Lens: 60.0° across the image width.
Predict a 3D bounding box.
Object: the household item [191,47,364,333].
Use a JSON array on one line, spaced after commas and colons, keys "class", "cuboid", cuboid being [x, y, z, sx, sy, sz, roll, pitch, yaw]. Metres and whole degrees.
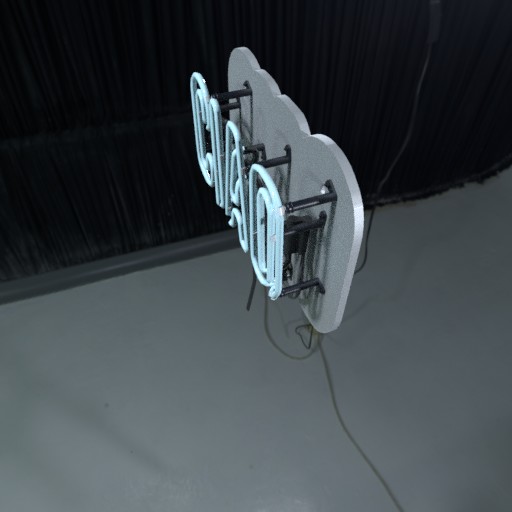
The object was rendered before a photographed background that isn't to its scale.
[{"class": "household item", "cuboid": [0.000, 0.000, 0.386, 0.042, 0.294, 0.211, -16, 49, -14]}]
